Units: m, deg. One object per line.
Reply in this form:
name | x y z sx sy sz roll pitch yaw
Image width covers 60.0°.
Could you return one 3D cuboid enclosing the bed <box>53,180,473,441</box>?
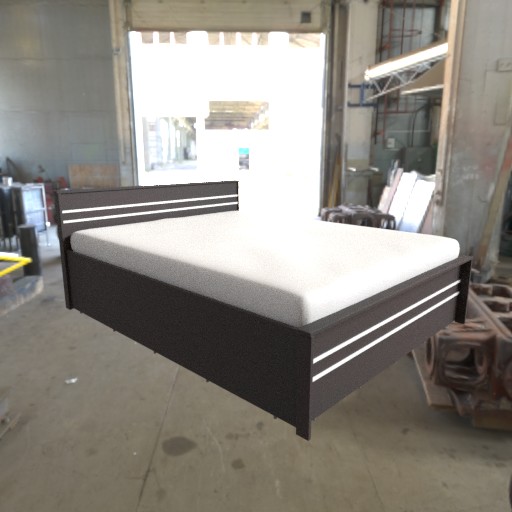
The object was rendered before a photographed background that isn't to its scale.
bed | 0.000 0.000 2.846 2.103 0.808 1.634 12 18 42
